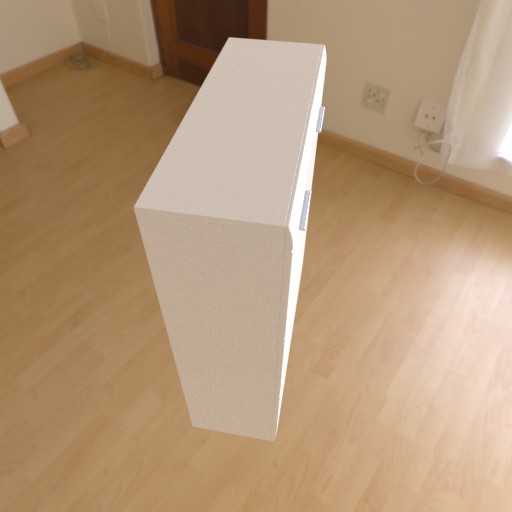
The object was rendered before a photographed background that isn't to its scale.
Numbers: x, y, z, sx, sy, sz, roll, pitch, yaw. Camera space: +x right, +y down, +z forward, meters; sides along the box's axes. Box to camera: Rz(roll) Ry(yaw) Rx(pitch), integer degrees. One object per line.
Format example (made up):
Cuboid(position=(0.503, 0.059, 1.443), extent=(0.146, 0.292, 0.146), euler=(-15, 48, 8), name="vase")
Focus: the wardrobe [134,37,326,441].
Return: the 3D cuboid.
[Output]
Cuboid(position=(0.000, 0.000, 1.653), extent=(0.360, 1.200, 0.900), euler=(8, 48, 7), name="wardrobe")
